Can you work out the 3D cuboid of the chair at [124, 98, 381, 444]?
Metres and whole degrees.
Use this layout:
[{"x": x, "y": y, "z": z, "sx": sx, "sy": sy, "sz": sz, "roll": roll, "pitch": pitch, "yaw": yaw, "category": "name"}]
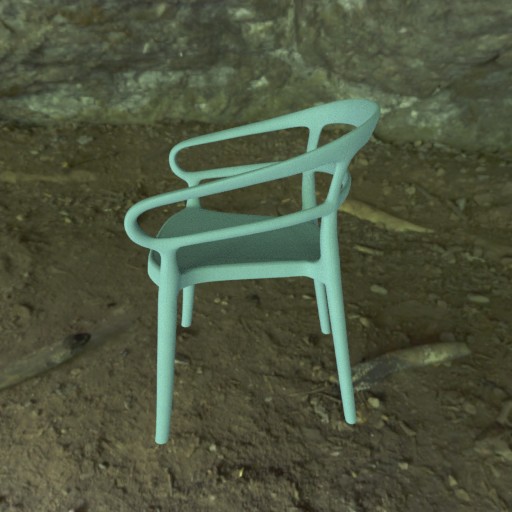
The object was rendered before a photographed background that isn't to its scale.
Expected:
[{"x": 0.000, "y": 0.000, "z": 1.147, "sx": 0.527, "sy": 0.761, "sz": 0.559, "roll": -1, "pitch": 25, "yaw": -1, "category": "chair"}]
